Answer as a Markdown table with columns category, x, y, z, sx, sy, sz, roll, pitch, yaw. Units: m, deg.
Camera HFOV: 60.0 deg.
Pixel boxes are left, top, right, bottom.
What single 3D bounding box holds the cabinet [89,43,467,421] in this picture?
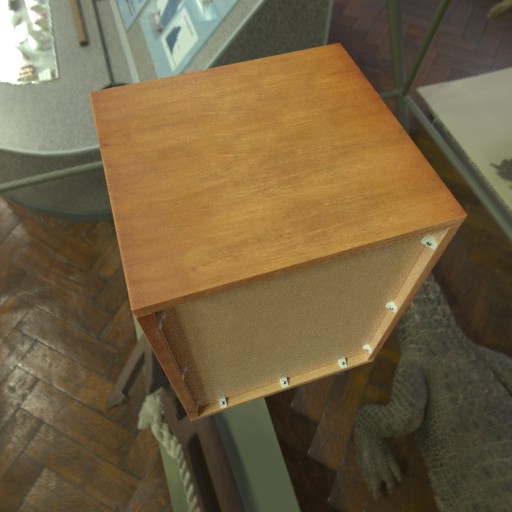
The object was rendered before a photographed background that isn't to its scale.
| category | x | y | z | sx | sy | sz | roll | pitch | yaw |
| --- | --- | --- | --- | --- | --- | --- | --- | --- | --- |
| cabinet | 0.000 | 0.000 | 0.849 | 0.409 | 0.579 | 0.401 | -15 | 59 | -10 |
